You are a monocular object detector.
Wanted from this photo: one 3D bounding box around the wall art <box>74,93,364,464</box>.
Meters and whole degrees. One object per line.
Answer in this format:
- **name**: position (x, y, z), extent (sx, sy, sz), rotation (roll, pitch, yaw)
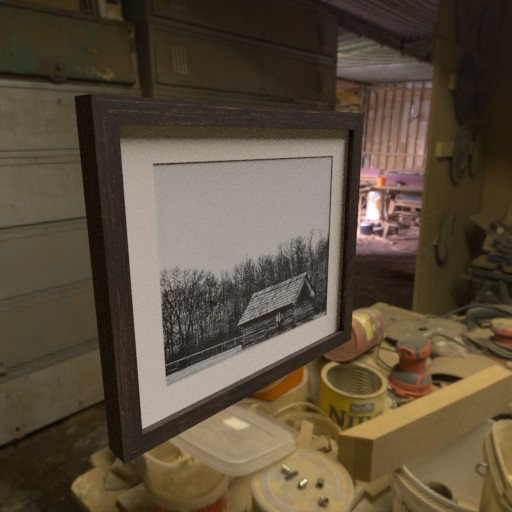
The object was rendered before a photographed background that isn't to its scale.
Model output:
- **wall art**: position (0.000, 0.000, 0.517), extent (0.381, 0.330, 0.031), rotation (-14, 20, -43)
